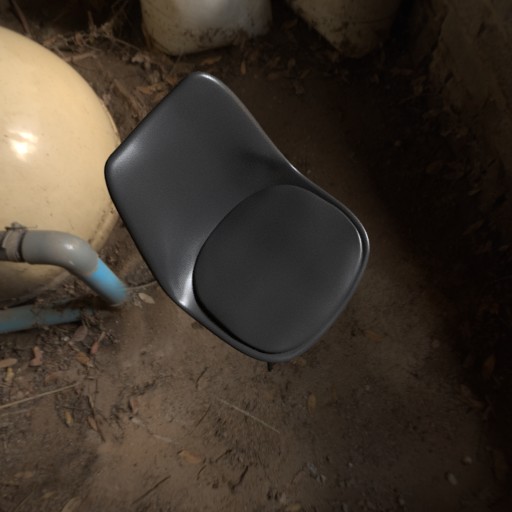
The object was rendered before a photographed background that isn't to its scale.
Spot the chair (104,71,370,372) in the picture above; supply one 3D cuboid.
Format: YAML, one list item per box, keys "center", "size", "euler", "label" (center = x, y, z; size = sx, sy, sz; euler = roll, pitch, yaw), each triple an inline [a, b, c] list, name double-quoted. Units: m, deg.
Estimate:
- center: [0.000, 0.000, 1.179]
  size: [0.525, 0.850, 0.461]
  euler: [37, 78, 9]
  label: "chair"
